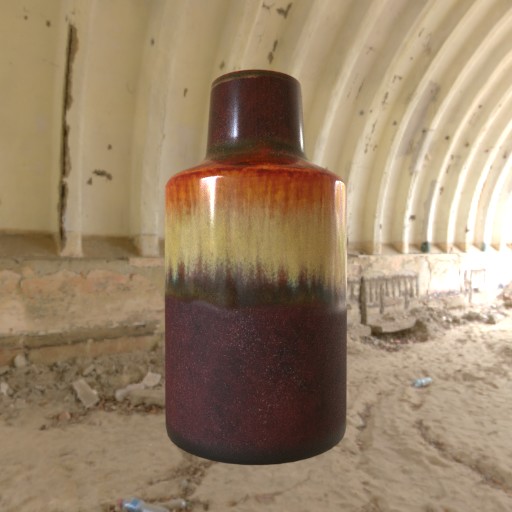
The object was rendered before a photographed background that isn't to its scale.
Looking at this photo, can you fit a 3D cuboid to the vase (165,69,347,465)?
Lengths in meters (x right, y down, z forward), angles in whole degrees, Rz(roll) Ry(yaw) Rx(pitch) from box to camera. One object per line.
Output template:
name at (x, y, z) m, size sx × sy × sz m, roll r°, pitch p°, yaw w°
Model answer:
vase at (0.000, 0.000, 0.267) m, size 0.108 × 0.204 × 0.108 m, roll 0°, pitch 1°, yaw 0°
